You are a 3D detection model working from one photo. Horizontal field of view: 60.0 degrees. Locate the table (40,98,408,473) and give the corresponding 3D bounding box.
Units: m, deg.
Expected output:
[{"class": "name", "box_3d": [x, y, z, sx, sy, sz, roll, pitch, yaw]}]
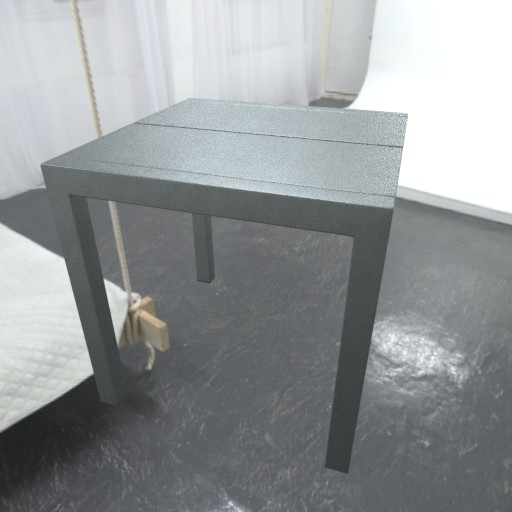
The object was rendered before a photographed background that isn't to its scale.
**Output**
[{"class": "table", "box_3d": [0.000, 0.000, 0.922, 0.508, 0.508, 0.508, 10, 32, 16]}]
